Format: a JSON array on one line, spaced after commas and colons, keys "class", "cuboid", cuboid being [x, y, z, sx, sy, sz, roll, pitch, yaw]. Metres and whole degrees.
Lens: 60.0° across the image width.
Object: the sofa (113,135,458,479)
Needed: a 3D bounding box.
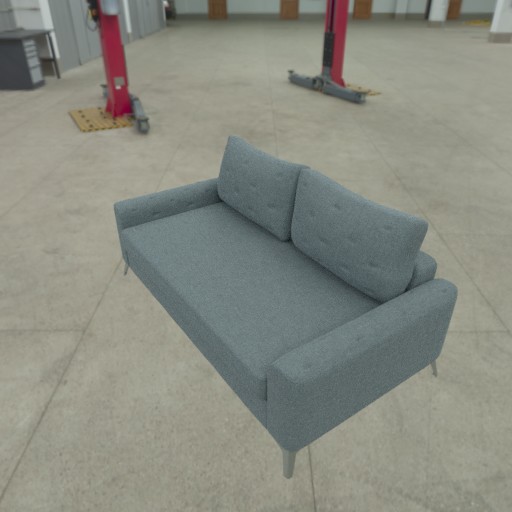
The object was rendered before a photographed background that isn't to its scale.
[{"class": "sofa", "cuboid": [0.000, 0.000, 2.188, 0.920, 0.790, 1.650, -20, 37, -29]}]
